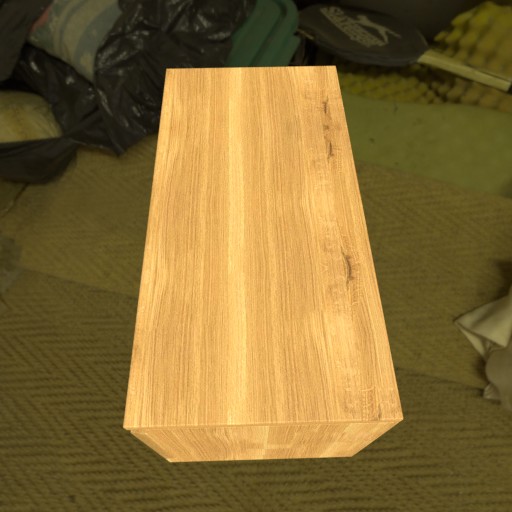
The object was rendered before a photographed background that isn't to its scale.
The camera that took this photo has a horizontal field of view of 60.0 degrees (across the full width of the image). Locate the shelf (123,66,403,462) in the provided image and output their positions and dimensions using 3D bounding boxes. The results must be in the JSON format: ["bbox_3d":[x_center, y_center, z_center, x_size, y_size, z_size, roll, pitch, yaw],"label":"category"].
[{"bbox_3d":[0.000,0.000,1.007,0.400,0.400,0.800,-1,59,-1],"label":"shelf"}]
